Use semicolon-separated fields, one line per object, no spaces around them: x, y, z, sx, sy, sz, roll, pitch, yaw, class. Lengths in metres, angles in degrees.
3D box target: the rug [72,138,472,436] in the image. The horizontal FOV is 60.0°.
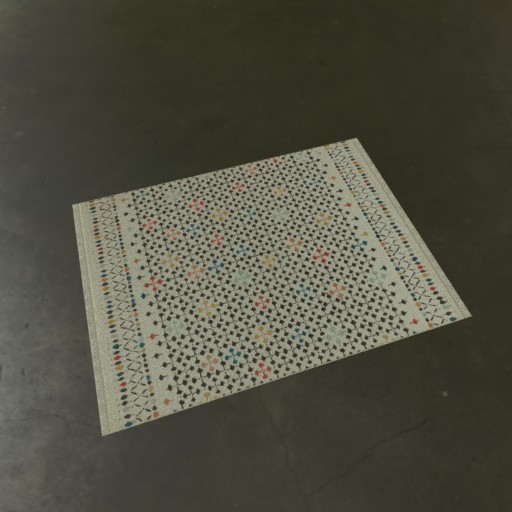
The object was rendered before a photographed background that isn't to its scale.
0.000;0.000;4.209;3.196;0.007;2.354;-15;58;-10;rug
